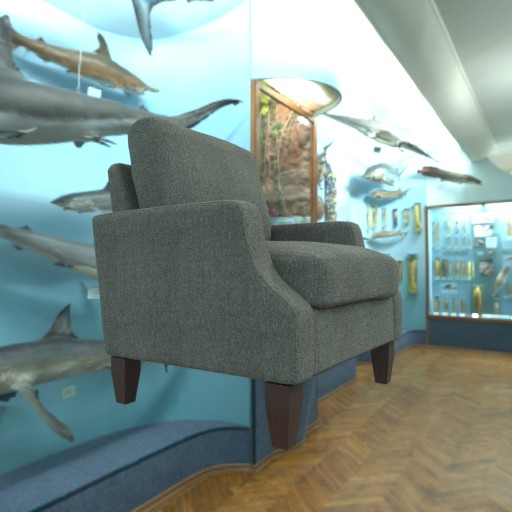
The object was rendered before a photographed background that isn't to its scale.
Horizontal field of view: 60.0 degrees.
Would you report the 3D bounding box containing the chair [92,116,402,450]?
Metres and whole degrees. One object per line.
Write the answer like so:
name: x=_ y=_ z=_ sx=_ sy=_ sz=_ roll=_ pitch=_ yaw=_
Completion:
chair: x=0.000 y=0.000 z=1.652 sx=0.897 sy=0.993 sz=0.855 roll=-1 pitch=-1 yaw=35
